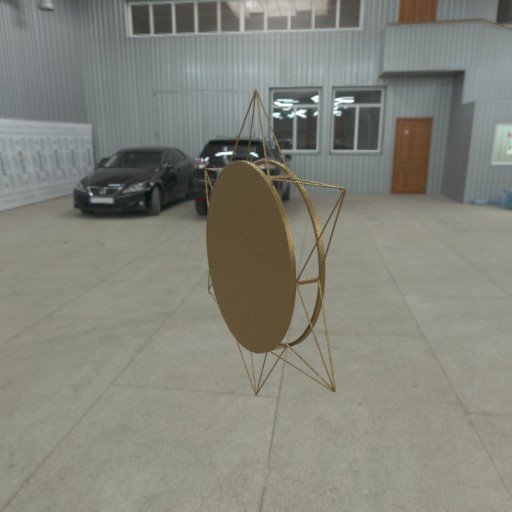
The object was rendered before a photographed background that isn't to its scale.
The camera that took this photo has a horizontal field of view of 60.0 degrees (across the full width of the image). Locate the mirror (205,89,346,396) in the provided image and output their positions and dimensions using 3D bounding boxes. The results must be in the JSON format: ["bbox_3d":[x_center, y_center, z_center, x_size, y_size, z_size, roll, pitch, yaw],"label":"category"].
[{"bbox_3d":[0.000,0.000,0.818,0.062,0.581,0.498,-7,16,-26],"label":"mirror"}]
